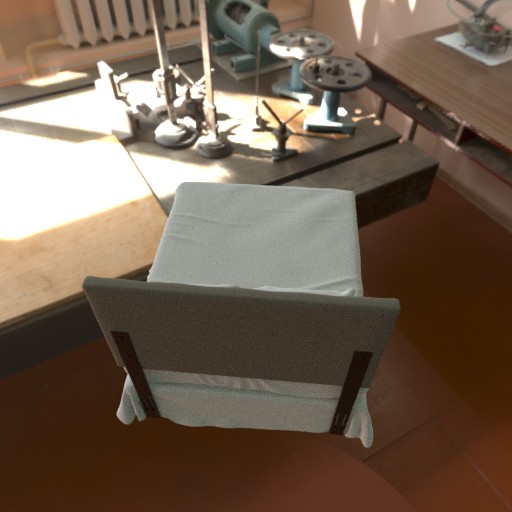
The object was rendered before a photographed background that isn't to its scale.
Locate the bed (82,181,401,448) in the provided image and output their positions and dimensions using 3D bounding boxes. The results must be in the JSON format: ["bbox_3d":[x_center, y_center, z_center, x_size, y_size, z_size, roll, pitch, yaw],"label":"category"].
[{"bbox_3d":[0.000,0.000,3.482,1.936,1.577,2.222,4,47,4],"label":"bed"}]
